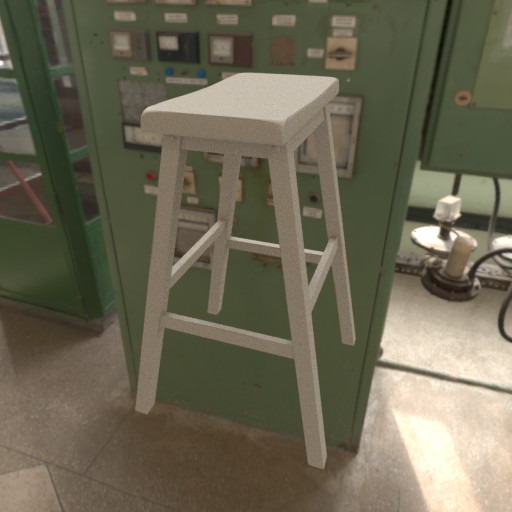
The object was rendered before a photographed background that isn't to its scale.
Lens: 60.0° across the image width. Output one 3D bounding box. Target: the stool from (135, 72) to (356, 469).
[{"bbox_3d":[0.000,0.000,1.038,0.476,0.737,0.457,10,32,17],"label":"stool"}]
